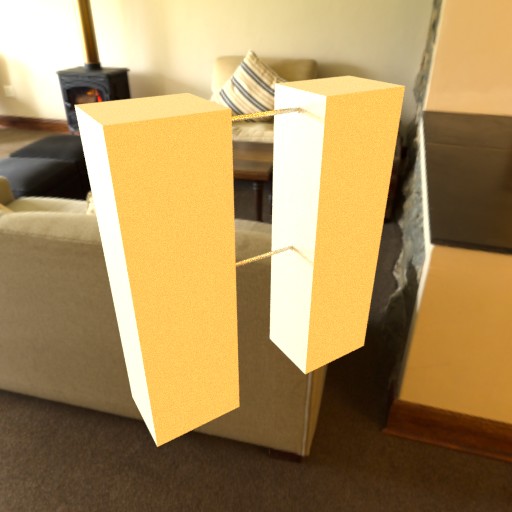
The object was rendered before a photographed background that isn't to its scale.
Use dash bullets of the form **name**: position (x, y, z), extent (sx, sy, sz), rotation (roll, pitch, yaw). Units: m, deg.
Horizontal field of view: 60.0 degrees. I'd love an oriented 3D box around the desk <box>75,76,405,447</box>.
- **desk**: position (0.000, 0.000, 2.877), extent (1.770, 2.000, 0.480), rotation (-18, 34, -27)
